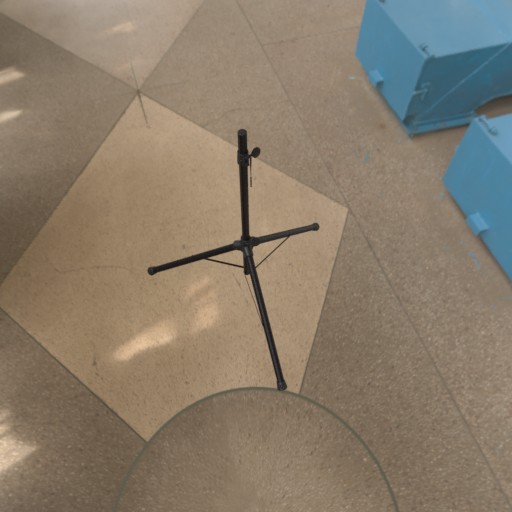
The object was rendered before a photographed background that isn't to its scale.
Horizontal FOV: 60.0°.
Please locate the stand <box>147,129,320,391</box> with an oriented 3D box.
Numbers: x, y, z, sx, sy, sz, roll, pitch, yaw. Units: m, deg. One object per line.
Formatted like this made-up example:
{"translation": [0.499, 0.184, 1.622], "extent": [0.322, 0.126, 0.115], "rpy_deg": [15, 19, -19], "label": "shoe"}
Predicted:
{"translation": [0.000, 0.000, 1.928], "extent": [1.045, 1.136, 0.907], "rpy_deg": [-14, 59, -9], "label": "stand"}
